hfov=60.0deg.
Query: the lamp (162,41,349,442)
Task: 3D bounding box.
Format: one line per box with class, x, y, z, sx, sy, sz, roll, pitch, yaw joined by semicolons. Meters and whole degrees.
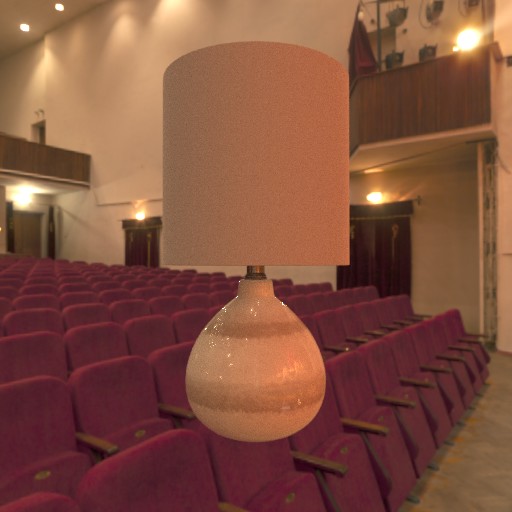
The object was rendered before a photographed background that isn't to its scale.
lamp;0.000;0.000;0.524;0.217;0.404;0.217;0;-1;35
